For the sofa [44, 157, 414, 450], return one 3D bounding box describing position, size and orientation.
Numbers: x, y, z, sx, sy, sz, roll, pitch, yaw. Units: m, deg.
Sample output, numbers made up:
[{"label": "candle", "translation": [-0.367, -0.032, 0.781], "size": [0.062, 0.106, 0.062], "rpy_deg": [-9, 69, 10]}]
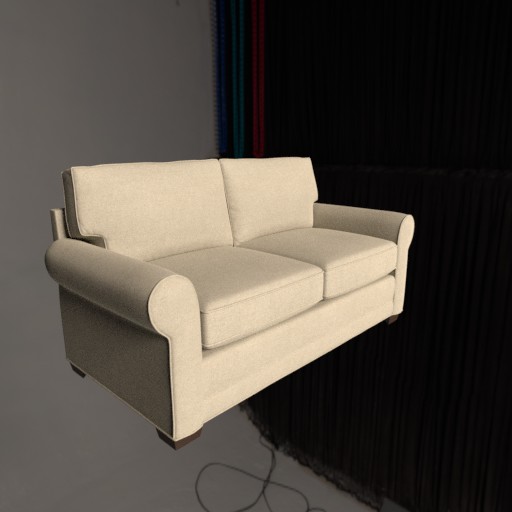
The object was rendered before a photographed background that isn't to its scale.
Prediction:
[{"label": "sofa", "translation": [0.000, 0.000, 2.206], "size": [0.861, 0.933, 1.774], "rpy_deg": [13, 19, 42]}]
